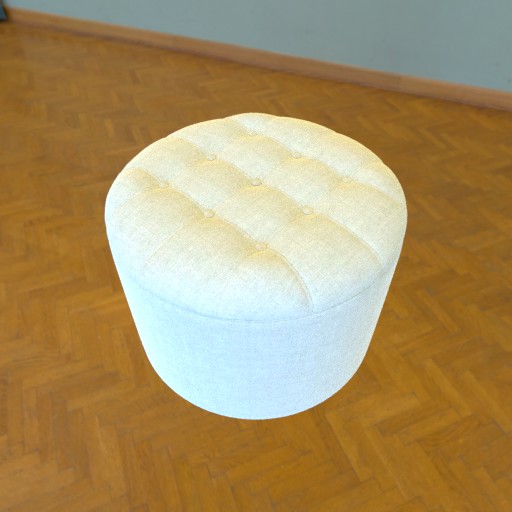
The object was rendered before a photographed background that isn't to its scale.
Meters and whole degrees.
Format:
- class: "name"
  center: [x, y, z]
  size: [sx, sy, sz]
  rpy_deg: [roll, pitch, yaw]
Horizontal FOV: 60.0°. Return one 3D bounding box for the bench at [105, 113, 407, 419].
- class: "bench"
  center: [0.000, 0.000, 1.023]
  size: [0.600, 0.453, 0.600]
  rpy_deg: [0, 46, 0]
